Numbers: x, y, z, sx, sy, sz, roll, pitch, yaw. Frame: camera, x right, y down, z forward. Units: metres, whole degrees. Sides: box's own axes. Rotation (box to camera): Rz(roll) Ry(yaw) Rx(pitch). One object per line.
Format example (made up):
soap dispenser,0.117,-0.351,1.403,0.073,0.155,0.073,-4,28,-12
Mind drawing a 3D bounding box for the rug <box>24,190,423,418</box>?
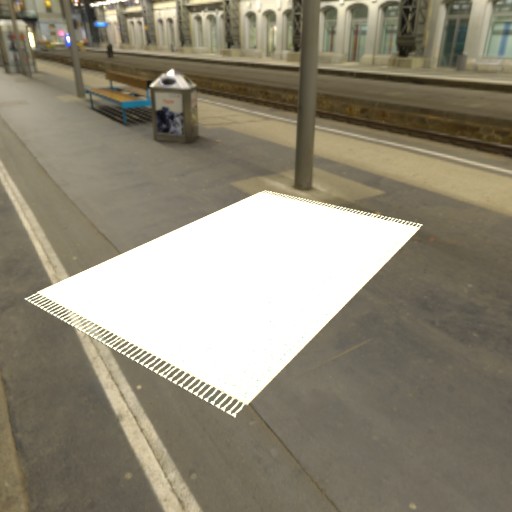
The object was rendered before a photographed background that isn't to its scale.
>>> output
rug,0.000,0.000,3.025,1.524,0.010,2.438,17,31,31
